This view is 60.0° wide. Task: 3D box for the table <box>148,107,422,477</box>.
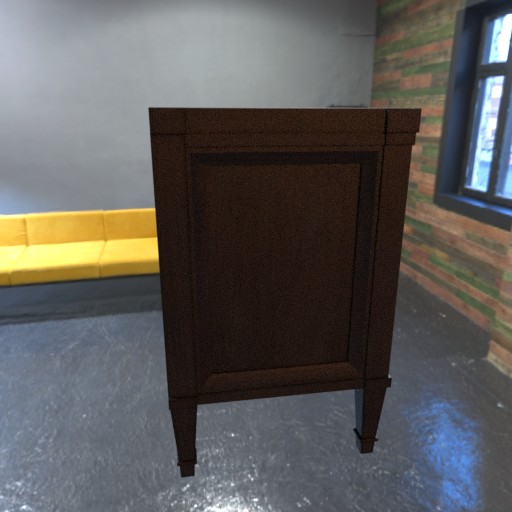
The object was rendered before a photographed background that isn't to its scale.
[{"bbox_3d":[0.000,0.000,1.057,0.413,0.660,0.660,-3,18,-9],"label":"table"}]
